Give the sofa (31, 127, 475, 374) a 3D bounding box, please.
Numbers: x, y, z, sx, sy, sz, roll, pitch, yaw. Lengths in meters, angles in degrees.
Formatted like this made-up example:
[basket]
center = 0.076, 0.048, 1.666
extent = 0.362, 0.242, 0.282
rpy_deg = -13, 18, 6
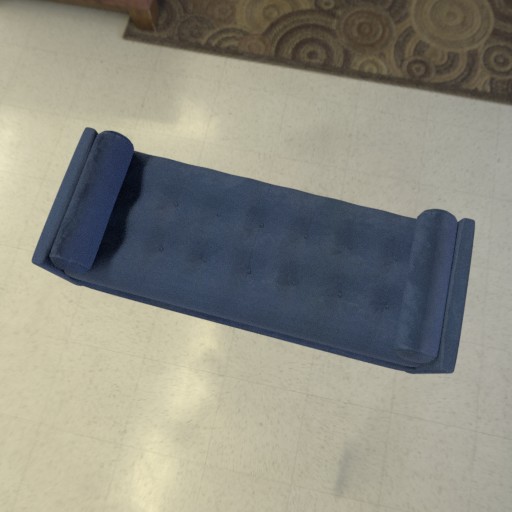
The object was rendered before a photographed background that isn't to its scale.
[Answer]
[sofa]
center = 0.000, 0.000, 2.469
extent = 2.102, 0.705, 0.796
rpy_deg = 14, 75, 4
